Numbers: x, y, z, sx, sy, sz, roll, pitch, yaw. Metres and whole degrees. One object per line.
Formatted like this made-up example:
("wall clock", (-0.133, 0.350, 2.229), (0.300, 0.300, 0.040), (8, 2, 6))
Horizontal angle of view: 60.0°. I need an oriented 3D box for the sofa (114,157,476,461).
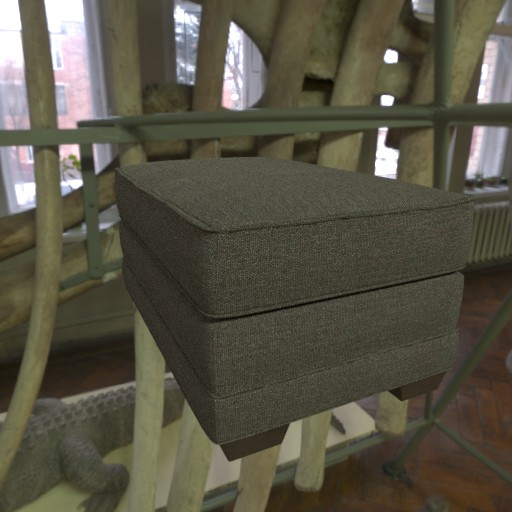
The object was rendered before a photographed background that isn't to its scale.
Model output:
("sofa", (0.000, 0.000, 1.166), (0.578, 0.457, 0.854), (-8, 20, -24))
